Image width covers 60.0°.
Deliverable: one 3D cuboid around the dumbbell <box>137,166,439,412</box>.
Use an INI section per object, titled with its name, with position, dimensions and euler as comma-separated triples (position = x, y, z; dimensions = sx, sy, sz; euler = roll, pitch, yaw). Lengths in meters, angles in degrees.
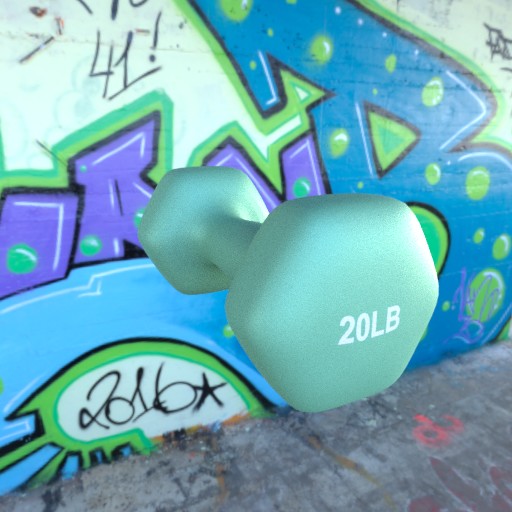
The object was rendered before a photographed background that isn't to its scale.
[dumbbell]
position = 0.000, 0.000, 0.333
dimensions = 0.129, 0.117, 0.260
euler = -8, 18, -26
